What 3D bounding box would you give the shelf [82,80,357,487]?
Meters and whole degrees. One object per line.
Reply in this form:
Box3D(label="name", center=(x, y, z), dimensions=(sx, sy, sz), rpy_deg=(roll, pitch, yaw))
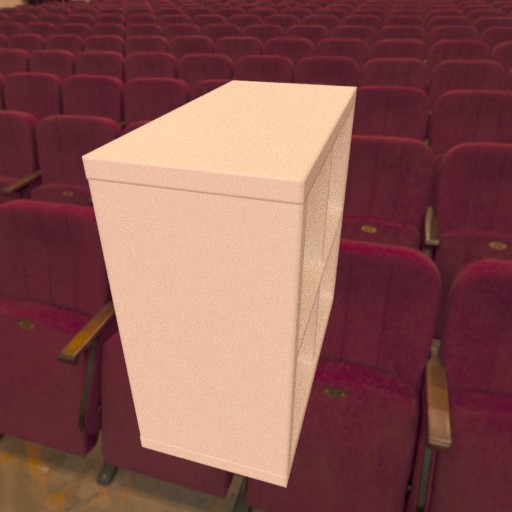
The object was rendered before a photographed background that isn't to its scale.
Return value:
Box3D(label="shelf", center=(0.000, 0.000, 1.243), dimensions=(0.390, 0.786, 0.790), rpy_deg=(9, 32, 14))
